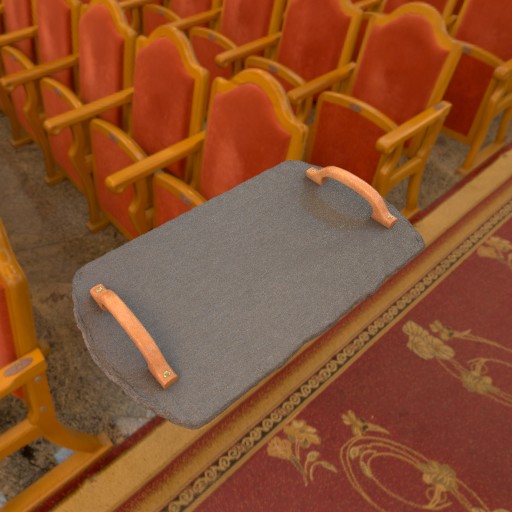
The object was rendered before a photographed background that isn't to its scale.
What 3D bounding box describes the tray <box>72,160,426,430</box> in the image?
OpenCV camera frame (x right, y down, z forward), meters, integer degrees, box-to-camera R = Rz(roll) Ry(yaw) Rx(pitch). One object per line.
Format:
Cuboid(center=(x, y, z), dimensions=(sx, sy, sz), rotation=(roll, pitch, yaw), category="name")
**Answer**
Cuboid(center=(0.000, 0.000, 0.485), dimensions=(0.387, 0.062, 0.231), rotation=(-32, 54, -27), category="tray")
